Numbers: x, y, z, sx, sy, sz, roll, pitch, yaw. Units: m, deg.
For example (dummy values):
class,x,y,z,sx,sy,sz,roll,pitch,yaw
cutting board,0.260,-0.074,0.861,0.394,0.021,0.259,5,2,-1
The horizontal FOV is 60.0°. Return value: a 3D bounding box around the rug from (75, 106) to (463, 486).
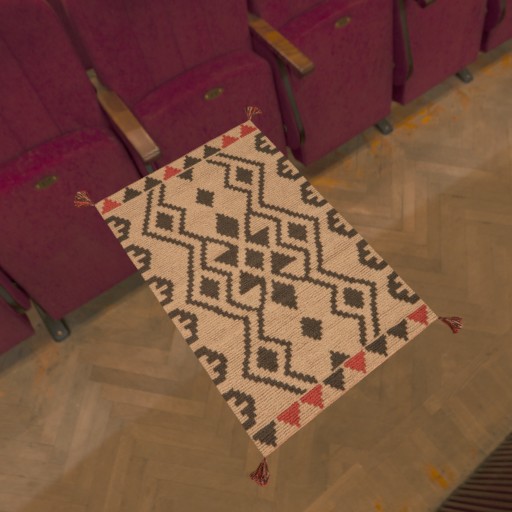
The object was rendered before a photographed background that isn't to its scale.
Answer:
class,x,y,z,sx,sy,sz,roll,pitch,yaw
rug,0.000,0.000,2.648,1.444,0.067,2.069,-33,68,-15
